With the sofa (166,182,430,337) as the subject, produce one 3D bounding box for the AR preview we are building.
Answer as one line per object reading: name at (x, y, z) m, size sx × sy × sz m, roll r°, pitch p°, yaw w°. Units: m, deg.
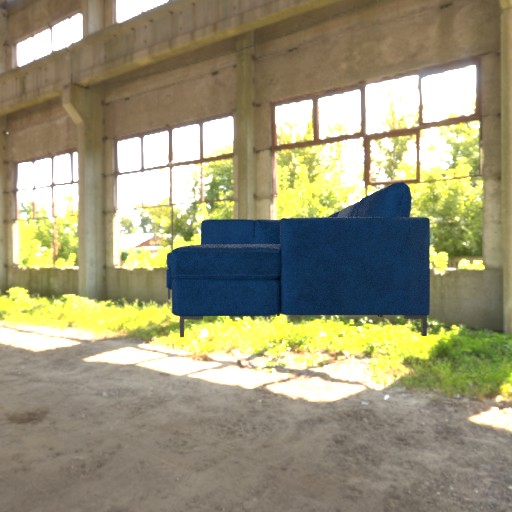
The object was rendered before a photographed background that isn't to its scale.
sofa at (0.000, 0.000, 4.352) m, size 2.055 × 0.992 × 3.434 m, roll 0°, pitch 0°, yaw -1°
